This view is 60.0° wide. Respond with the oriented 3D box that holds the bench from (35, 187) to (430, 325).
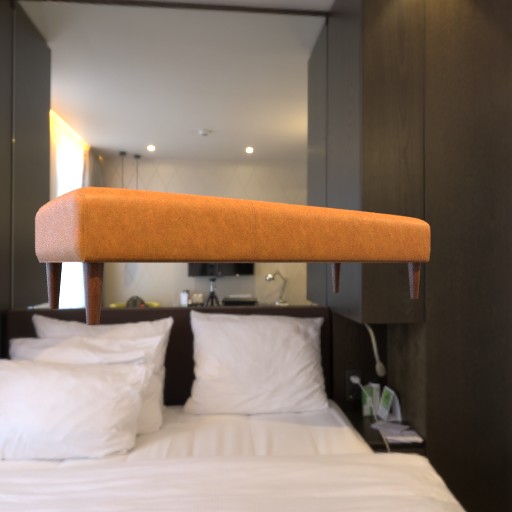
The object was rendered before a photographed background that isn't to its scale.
[{"bbox_3d":[0.000,0.000,1.876,1.610,0.399,0.653,1,-1,-36],"label":"bench"}]
